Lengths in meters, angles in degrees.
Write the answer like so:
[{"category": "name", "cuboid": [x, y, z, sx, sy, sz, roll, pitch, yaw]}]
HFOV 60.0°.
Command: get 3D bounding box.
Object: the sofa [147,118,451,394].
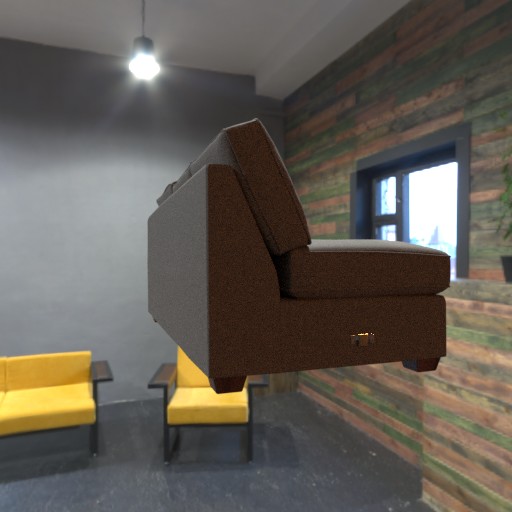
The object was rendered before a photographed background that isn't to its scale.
[{"category": "sofa", "cuboid": [0.000, 0.000, 2.528, 1.034, 0.946, 1.963, 0, 0, -19]}]
